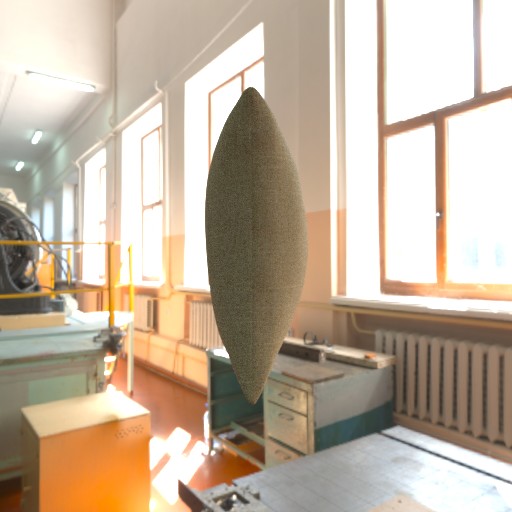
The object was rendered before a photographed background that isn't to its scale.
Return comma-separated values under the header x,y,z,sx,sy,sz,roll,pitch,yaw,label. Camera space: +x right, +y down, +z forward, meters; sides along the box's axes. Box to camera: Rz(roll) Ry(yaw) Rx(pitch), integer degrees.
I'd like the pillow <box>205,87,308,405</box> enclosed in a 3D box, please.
x,y,z,sx,sy,sz,roll,pitch,yaw,label
0.000,0.000,1.010,0.197,0.429,0.859,0,-2,0,pillow
